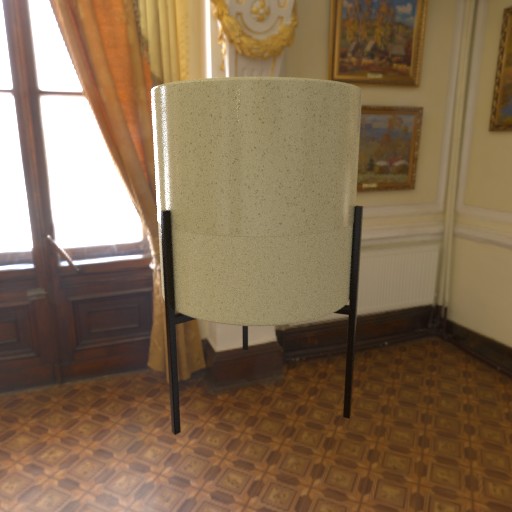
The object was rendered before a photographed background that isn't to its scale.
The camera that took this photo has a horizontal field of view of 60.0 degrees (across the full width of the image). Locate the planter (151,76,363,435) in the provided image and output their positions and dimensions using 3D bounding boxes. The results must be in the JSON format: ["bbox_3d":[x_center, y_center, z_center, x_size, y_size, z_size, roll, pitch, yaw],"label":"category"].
[{"bbox_3d":[0.000,0.000,0.556,0.234,0.390,0.243,-2,14,-8],"label":"planter"}]
